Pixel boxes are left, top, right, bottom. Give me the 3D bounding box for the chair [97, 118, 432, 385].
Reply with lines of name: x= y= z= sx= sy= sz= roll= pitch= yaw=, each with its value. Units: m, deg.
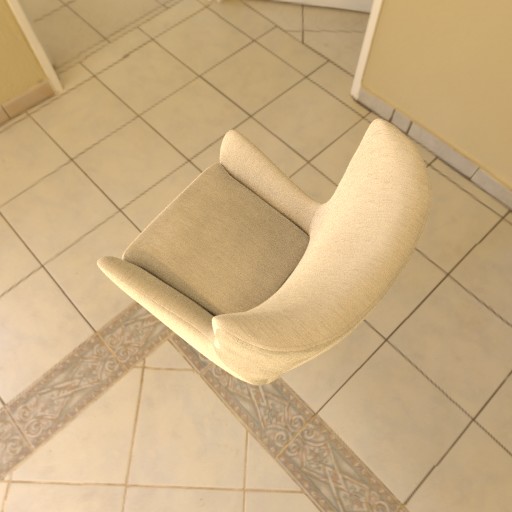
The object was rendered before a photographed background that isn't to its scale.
chair: x=0.000 y=0.000 z=1.638 sx=0.904 sy=1.000 sz=0.779 roll=34 pitch=69 yaw=15
